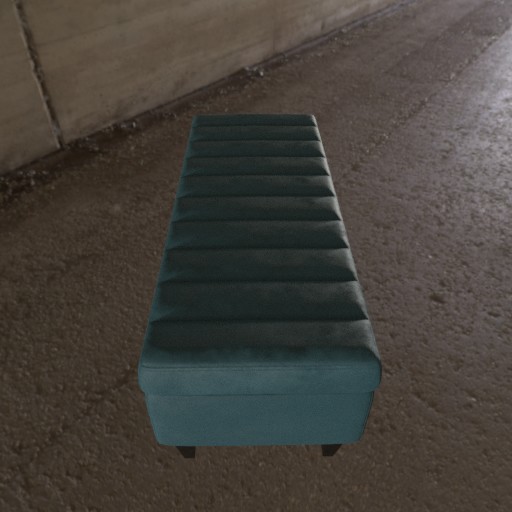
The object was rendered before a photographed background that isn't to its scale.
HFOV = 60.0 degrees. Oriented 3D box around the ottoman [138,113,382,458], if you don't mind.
[{"bbox_3d":[0.000,0.000,1.392,0.482,0.469,1.151,0,41,-1],"label":"ottoman"}]
